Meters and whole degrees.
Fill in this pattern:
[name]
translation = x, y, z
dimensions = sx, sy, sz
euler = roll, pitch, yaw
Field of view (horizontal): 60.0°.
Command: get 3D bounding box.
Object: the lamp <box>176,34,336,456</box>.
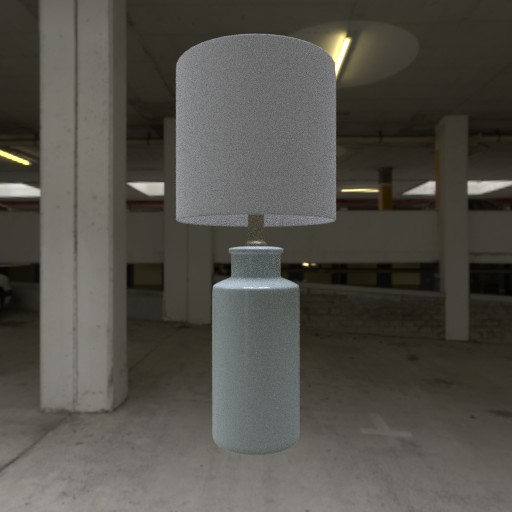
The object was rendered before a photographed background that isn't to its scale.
[lamp]
translation = 0.000, 0.000, 0.597
dimensions = 0.212, 0.493, 0.212
euler = 0, 0, 1
